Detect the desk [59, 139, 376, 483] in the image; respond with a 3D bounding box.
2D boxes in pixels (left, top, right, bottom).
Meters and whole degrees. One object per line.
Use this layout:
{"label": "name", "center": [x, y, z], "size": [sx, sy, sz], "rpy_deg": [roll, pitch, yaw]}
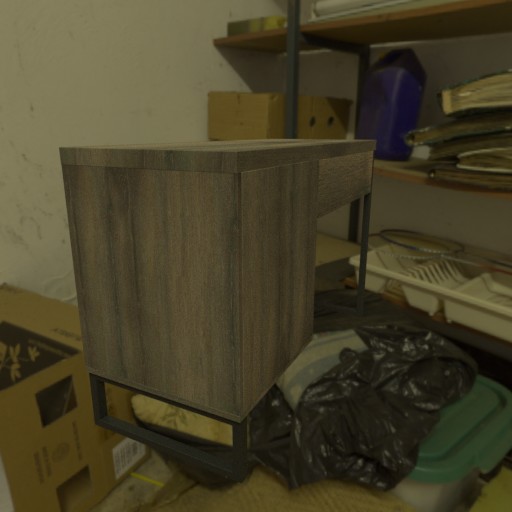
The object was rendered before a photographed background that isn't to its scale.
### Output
{"label": "desk", "center": [0.000, 0.000, 1.515], "size": [0.511, 0.752, 1.134], "rpy_deg": [8, 18, 26]}
